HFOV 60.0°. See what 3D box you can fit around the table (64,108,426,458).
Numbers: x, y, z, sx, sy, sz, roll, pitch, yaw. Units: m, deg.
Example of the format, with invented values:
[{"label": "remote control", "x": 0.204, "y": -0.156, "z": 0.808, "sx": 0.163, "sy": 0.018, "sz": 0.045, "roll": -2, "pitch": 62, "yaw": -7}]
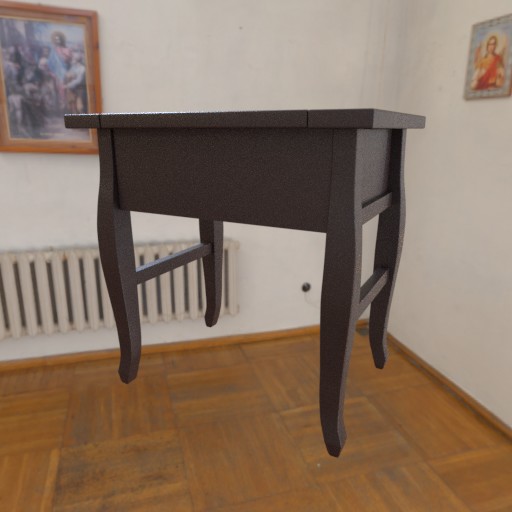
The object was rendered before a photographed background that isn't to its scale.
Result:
[{"label": "table", "x": 0.000, "y": 0.000, "z": 1.000, "sx": 0.602, "sy": 0.605, "sz": 0.460, "roll": 8, "pitch": 18, "yaw": 27}]
